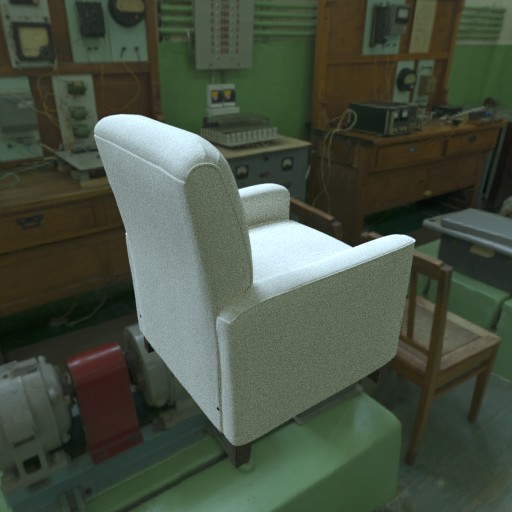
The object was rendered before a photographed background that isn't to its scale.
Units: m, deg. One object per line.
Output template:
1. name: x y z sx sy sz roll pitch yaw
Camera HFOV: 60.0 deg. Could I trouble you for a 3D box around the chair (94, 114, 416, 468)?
1. chair: 0.000 0.000 1.640 0.858 1.028 0.841 -18 31 -31
